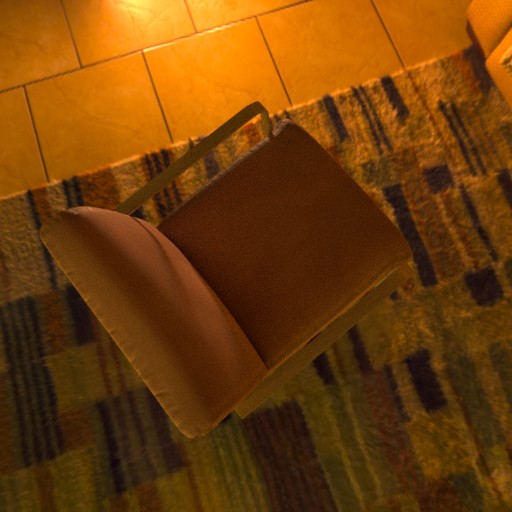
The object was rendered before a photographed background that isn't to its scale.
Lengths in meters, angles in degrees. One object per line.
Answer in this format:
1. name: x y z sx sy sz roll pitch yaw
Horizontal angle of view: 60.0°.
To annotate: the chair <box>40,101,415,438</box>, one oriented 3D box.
1. chair: 0.000 0.000 1.424 0.848 0.823 0.701 -38 79 -9
